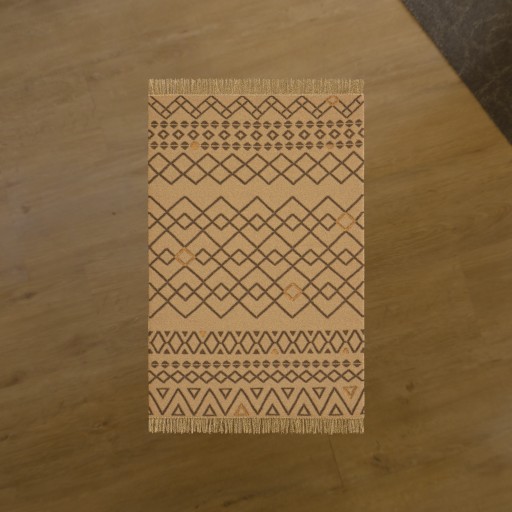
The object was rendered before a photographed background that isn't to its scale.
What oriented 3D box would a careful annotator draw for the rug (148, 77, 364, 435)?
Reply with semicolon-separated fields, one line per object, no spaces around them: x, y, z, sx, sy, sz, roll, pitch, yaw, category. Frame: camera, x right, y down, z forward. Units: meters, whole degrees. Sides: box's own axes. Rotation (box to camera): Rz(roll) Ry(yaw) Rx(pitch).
0.000;0.000;2.510;1.224;0.028;2.023;0;90;0;rug
